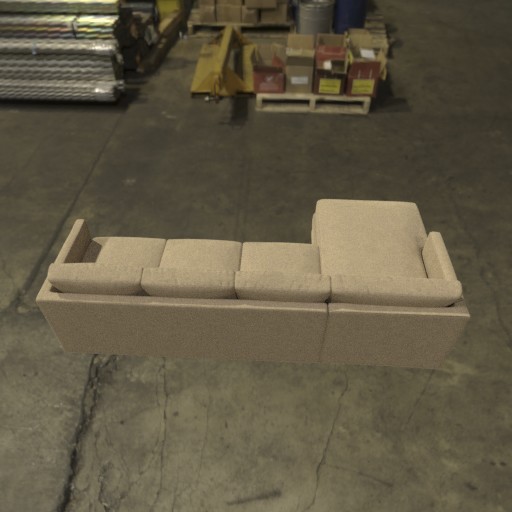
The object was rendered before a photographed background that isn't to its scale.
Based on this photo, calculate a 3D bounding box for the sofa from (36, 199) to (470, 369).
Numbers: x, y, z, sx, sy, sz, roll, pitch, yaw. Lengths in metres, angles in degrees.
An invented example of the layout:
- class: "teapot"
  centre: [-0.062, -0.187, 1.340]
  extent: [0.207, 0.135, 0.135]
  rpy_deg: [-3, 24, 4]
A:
- class: "sofa"
  centre: [0.000, 0.000, 3.969]
  extent: [3.198, 0.920, 1.638]
  rpy_deg: [2, 45, 2]
